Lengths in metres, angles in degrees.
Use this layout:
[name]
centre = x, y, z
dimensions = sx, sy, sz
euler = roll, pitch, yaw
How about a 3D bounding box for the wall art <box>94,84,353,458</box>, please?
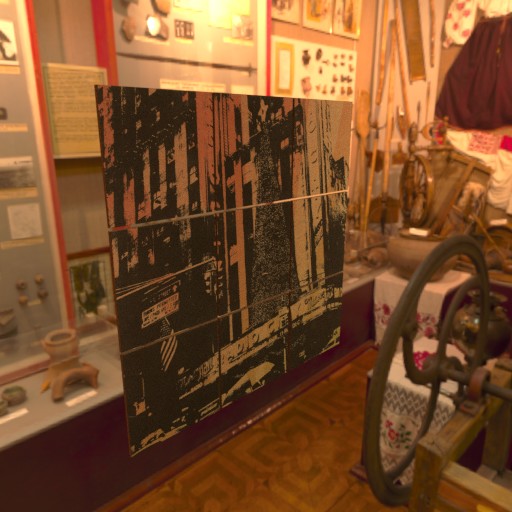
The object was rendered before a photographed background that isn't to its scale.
[wall art]
centre = 0.000, 0.000, 1.780
dimensions = 1.216, 1.216, 0.013
euler = -15, 22, -42
